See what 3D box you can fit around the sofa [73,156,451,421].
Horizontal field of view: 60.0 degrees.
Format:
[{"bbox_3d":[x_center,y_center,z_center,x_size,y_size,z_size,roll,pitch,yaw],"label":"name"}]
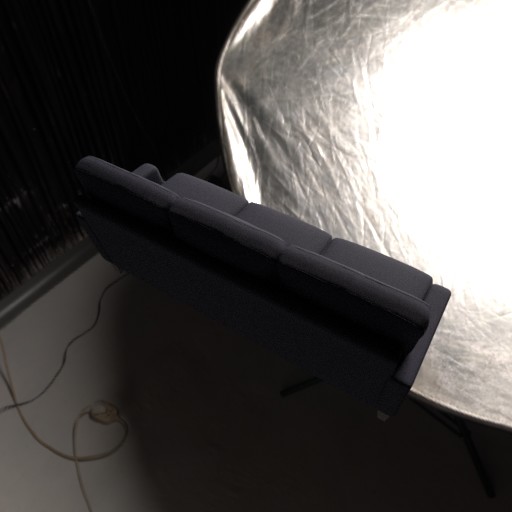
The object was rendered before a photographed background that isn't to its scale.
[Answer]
[{"bbox_3d":[0.000,0.000,2.635,2.115,0.984,0.888,25,51,22],"label":"sofa"}]
